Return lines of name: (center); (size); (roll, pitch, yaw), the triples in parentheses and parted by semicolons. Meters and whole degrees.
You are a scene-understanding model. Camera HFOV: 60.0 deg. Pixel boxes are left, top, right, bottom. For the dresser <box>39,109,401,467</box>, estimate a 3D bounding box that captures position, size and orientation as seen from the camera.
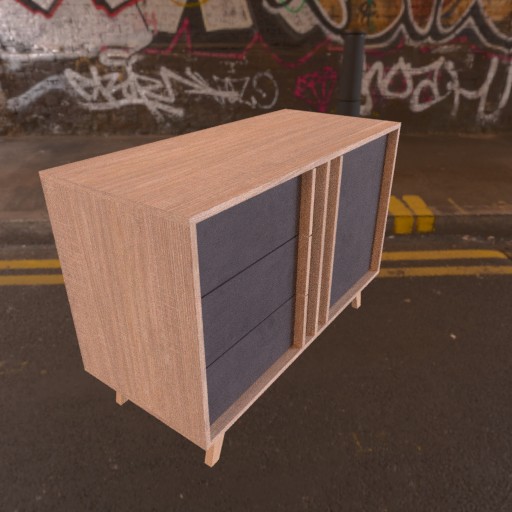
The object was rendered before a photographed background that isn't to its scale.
dresser: (0.000, 0.000, 1.525); (0.500, 0.780, 1.110); (19, 33, 31)
